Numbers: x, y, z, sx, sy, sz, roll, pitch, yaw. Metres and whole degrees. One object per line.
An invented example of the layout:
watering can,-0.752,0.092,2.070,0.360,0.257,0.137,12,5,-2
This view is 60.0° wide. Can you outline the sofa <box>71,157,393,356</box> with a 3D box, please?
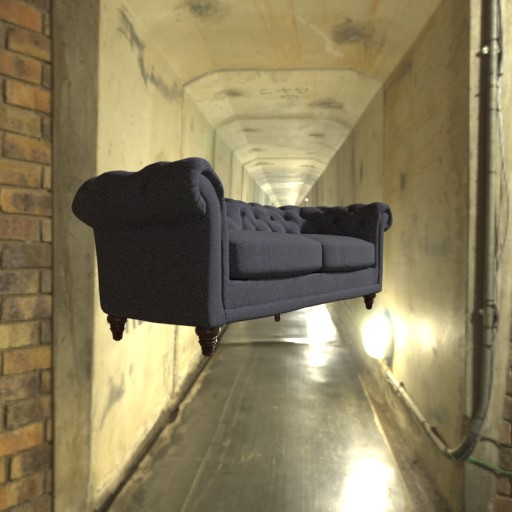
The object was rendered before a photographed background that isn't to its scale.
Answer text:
sofa,0.000,0.000,2.891,1.046,0.836,2.335,1,1,36
